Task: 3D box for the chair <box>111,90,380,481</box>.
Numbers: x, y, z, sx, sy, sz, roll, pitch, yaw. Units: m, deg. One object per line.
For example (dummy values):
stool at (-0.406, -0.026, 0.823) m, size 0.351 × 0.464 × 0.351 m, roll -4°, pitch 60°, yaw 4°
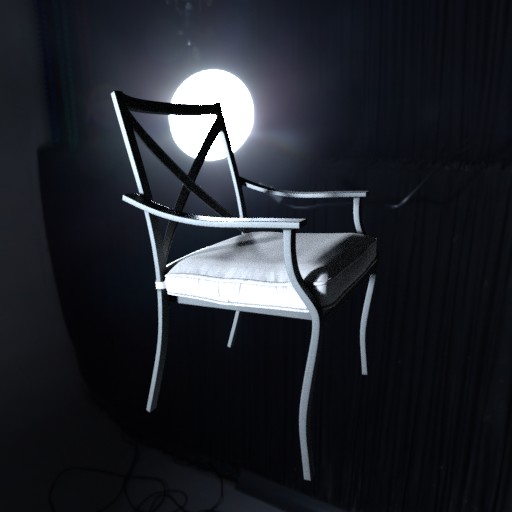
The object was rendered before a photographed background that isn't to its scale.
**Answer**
chair at (0.000, 0.000, 1.288) m, size 0.620 × 0.889 × 0.575 m, roll 8°, pitch 17°, yaw 26°
